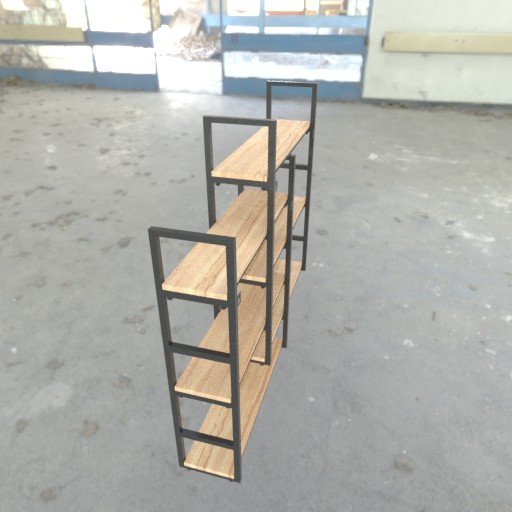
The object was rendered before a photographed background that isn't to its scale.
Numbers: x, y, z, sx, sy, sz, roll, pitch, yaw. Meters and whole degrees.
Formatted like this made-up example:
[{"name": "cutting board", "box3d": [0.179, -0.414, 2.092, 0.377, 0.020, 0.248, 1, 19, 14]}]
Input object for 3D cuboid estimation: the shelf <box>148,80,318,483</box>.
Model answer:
[{"name": "shelf", "box3d": [0.000, 0.000, 1.415, 0.183, 0.921, 0.946, 8, 30, 14]}]
